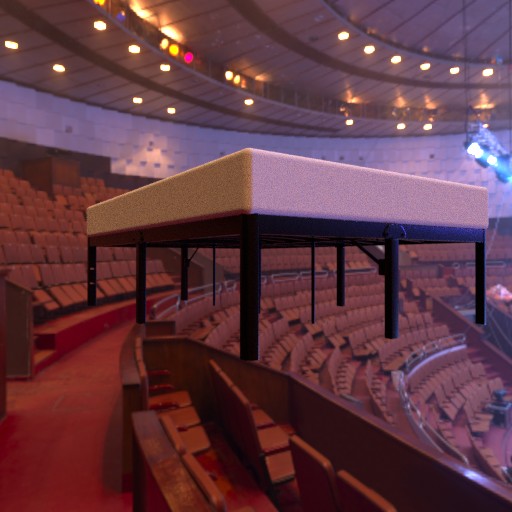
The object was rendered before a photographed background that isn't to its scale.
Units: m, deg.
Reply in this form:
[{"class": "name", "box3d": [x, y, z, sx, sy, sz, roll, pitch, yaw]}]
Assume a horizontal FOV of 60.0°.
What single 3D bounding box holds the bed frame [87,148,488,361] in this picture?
[{"class": "bed frame", "box3d": [0.000, 0.000, 2.545, 1.408, 0.659, 1.956, 0, 0, -34]}]
